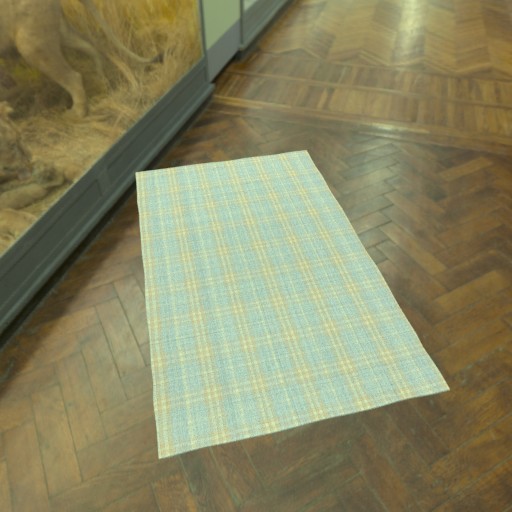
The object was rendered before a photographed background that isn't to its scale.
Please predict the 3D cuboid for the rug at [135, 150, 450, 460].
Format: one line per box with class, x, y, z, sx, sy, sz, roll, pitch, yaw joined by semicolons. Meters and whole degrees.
rug;0.000;0.000;3.075;1.545;0.016;2.460;-10;46;-10
